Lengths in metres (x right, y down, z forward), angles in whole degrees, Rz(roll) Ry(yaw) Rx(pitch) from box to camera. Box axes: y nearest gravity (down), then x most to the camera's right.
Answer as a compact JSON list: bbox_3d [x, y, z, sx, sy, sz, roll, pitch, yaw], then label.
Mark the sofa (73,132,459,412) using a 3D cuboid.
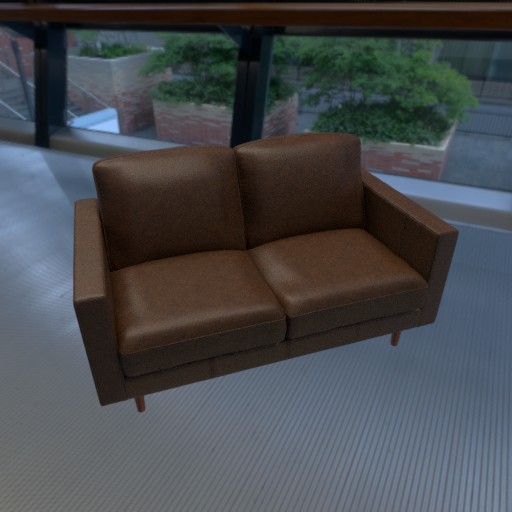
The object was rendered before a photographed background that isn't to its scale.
[{"bbox_3d":[0.000,0.000,2.133,1.578,0.951,0.909,-10,33,-16],"label":"sofa"}]
